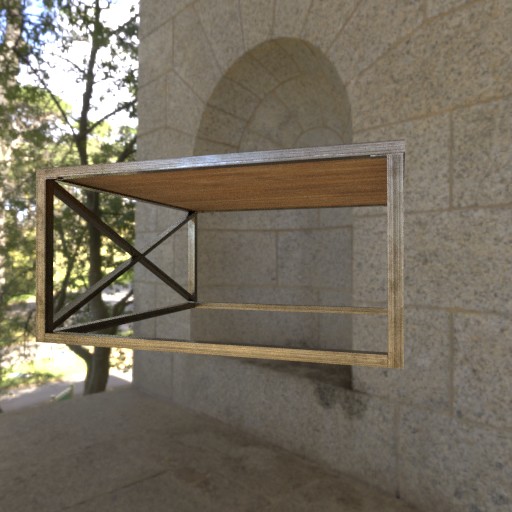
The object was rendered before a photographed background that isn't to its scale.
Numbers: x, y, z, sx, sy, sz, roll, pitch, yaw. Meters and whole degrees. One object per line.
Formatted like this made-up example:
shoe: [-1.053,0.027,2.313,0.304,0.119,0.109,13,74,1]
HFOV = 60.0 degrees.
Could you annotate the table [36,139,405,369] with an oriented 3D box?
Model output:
table: [0.000,0.000,1.436,0.909,0.451,0.899,0,0,18]
